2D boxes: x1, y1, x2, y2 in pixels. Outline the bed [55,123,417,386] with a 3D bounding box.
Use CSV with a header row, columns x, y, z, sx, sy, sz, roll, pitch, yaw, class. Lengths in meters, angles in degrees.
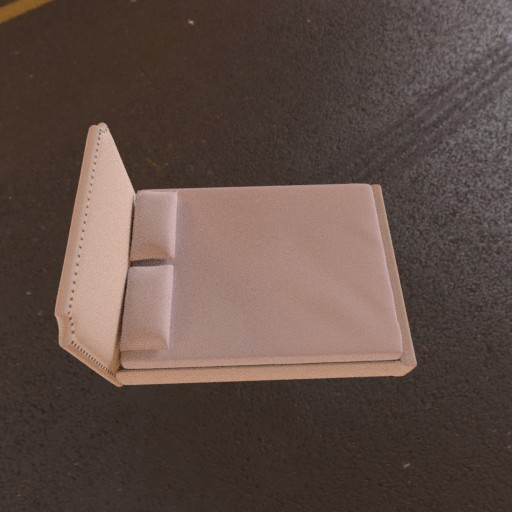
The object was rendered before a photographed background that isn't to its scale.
x,y,z,sx,sy,sz,roll,pitch,yaw,class
0.000,0.000,3.459,2.372,1.443,1.712,-2,62,-1,bed
